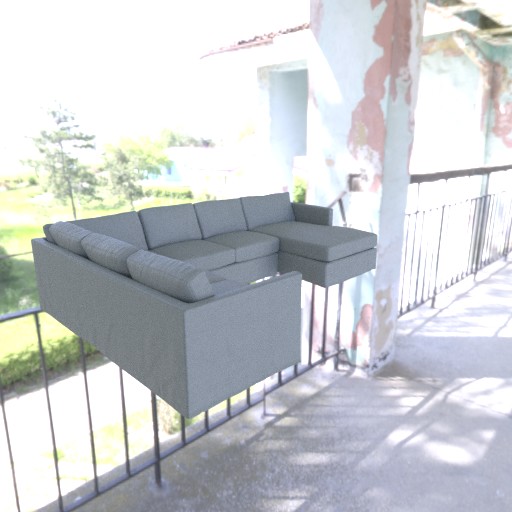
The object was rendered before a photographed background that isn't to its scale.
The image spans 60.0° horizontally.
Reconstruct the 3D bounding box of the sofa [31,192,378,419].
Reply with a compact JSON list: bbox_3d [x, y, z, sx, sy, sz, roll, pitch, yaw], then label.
[{"bbox_3d":[0.000,0.000,4.467,3.460,0.882,2.427,-15,21,-42],"label":"sofa"}]
